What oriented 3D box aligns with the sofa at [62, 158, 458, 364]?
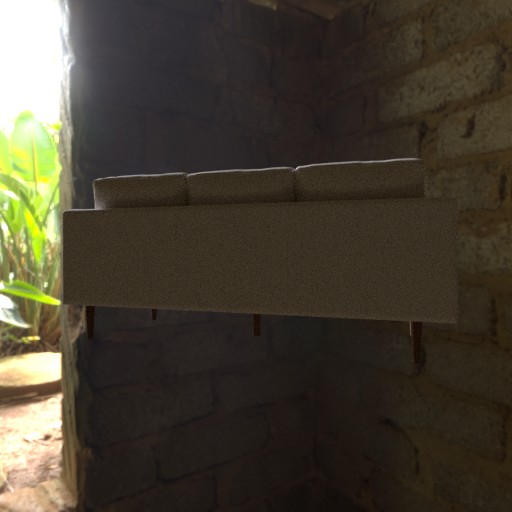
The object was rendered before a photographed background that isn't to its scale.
[{"bbox_3d":[0.000,0.000,2.522,2.029,0.912,0.802,0,1,18],"label":"sofa"}]
